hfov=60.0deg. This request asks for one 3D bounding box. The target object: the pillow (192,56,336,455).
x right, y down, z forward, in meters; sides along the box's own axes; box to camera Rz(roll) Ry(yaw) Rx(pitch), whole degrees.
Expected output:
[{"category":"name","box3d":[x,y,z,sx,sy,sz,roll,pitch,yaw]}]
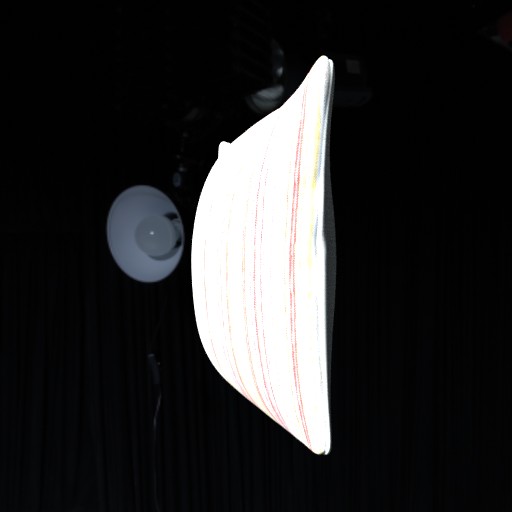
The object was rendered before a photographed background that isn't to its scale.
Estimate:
[{"category":"pillow","box3d":[0.000,0.000,0.689,0.191,0.449,0.451,0,1,-19]}]
